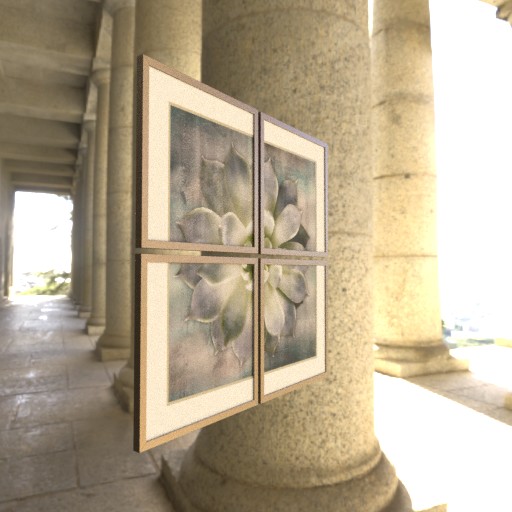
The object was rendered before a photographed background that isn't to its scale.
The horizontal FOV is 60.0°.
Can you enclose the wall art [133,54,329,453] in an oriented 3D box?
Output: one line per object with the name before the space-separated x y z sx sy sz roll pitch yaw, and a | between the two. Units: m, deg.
wall art | 0.000 0.000 1.566 0.030 1.032 1.032 -1 -2 37
